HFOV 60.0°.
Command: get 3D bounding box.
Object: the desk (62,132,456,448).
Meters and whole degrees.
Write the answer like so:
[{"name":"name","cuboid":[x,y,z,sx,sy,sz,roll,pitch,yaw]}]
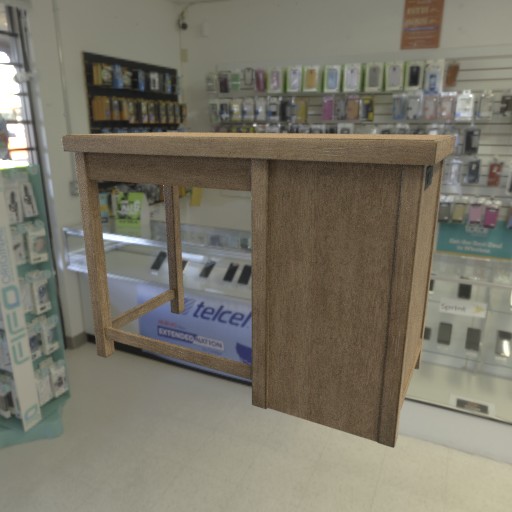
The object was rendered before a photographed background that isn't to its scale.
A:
[{"name":"desk","cuboid":[0.000,0.000,1.730,1.289,0.912,0.610,8,18,26]}]
